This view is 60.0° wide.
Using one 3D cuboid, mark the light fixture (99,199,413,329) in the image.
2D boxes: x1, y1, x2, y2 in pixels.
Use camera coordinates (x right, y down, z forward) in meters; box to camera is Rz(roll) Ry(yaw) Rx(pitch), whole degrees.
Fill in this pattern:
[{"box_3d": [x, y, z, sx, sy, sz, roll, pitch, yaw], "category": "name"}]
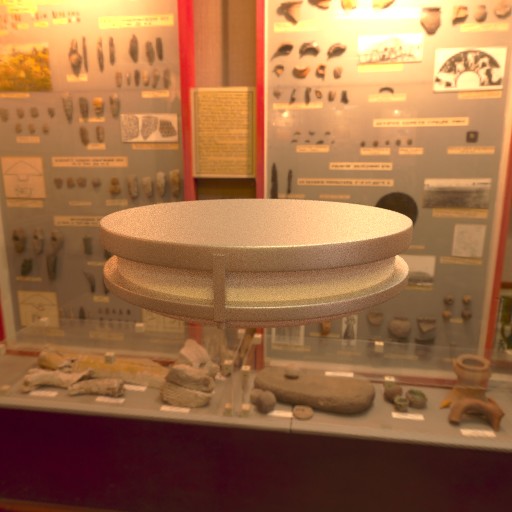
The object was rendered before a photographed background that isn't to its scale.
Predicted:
[{"box_3d": [0.000, 0.000, 0.540, 0.356, 0.102, 0.356, 0, 14, 0], "category": "light fixture"}]
